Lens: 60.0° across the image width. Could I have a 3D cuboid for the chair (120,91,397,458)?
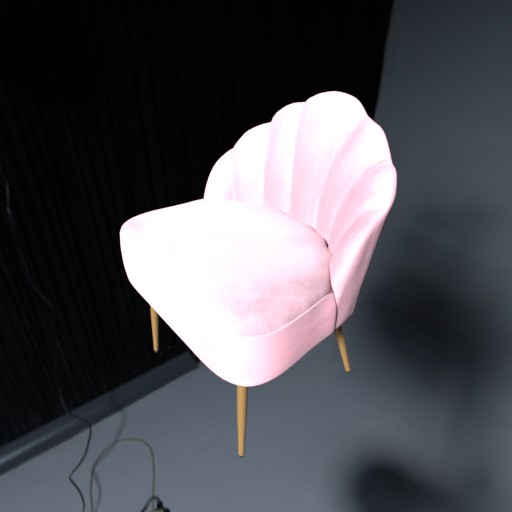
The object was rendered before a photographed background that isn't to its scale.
[{"bbox_3d":[0.000,0.000,1.251,0.599,0.819,0.657,-21,36,-31],"label":"chair"}]
